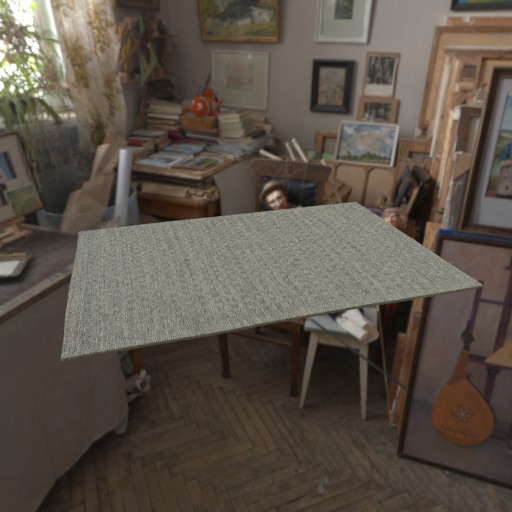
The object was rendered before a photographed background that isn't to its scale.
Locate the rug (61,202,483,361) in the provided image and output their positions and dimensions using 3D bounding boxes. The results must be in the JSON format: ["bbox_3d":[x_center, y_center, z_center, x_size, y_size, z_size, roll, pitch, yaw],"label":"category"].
[{"bbox_3d":[0.000,0.000,2.931,2.297,0.018,1.532,-8,27,-15],"label":"rug"}]
